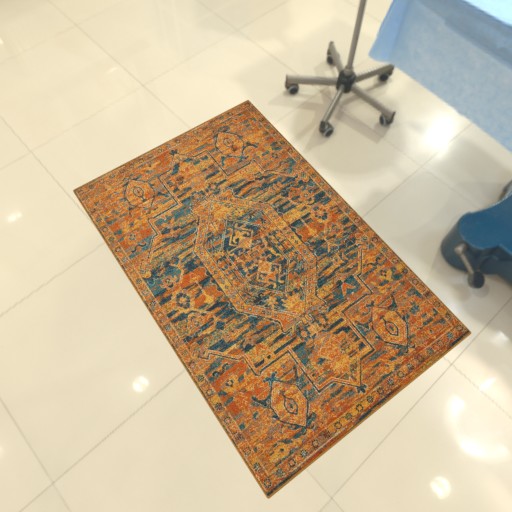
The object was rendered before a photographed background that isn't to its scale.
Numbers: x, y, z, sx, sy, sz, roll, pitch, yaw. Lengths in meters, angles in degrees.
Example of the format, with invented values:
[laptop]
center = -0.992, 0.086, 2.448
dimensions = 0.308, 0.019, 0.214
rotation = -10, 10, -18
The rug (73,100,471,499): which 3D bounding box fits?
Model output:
[rug]
center = 0.000, 0.000, 1.065
dimensions = 0.557, 0.008, 0.863
rotation = -32, 67, -15
